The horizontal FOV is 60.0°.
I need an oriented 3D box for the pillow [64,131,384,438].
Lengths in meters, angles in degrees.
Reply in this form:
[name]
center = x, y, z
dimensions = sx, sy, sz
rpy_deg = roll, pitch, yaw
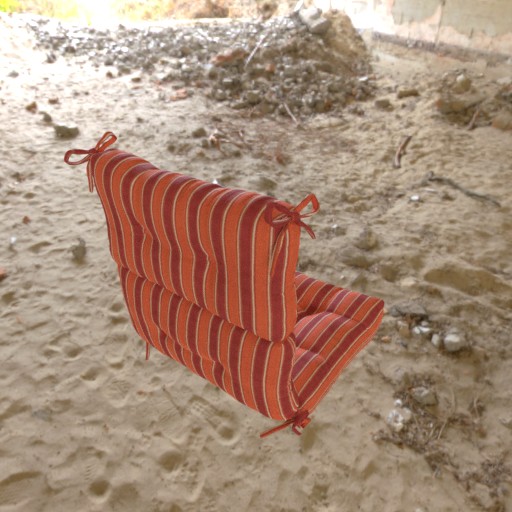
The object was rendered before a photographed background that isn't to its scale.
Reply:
[pillow]
center = 0.000, 0.000, 1.041
dimensions = 0.519, 0.605, 0.571
rpy_deg = 22, 38, 31
